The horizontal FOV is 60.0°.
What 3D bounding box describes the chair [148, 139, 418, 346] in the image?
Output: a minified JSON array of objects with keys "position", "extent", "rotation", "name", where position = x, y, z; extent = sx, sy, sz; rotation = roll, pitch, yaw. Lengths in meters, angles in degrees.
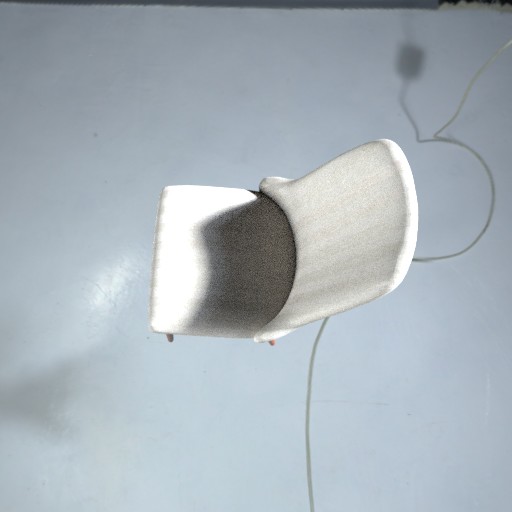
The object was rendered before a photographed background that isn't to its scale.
[{"position":[0.000,0.000,1.372],"extent":[0.684,0.917,0.526],"rotation":[2,76,0],"name":"chair"}]
